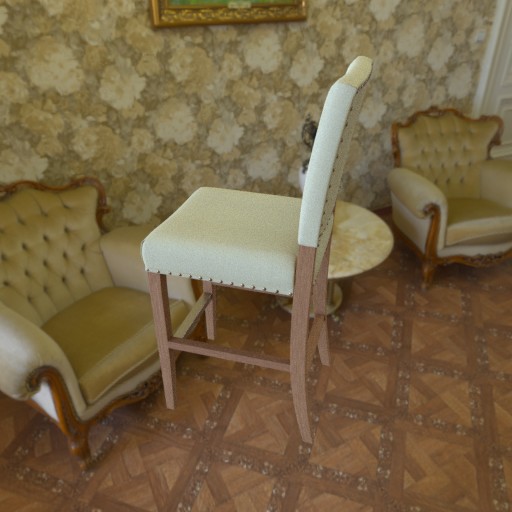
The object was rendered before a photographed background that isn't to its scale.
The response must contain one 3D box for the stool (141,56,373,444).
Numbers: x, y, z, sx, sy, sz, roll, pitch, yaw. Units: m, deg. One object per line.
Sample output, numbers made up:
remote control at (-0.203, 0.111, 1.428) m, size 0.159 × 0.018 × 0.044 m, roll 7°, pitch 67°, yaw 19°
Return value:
stool at (0.000, 0.000, 1.447) m, size 0.584 × 1.168 × 0.445 m, roll 9°, pitch 32°, yaw 14°
